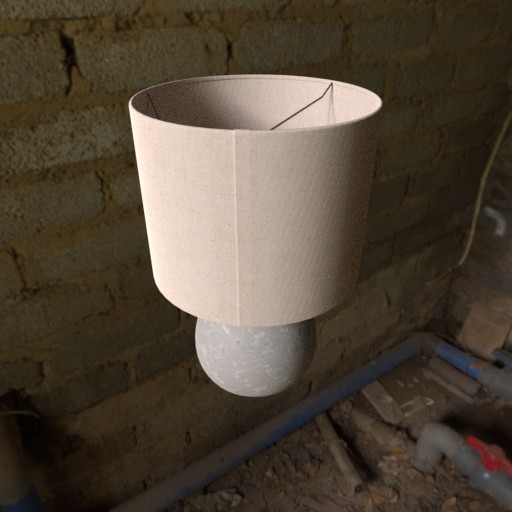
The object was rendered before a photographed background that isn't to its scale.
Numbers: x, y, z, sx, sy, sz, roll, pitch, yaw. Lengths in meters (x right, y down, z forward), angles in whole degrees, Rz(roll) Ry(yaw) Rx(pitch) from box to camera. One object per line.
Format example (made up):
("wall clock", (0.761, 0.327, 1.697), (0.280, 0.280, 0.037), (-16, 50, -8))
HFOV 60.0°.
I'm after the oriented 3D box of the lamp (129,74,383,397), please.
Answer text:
("lamp", (0.000, 0.000, 0.589), (0.269, 0.409, 0.269), (9, 33, 14))
